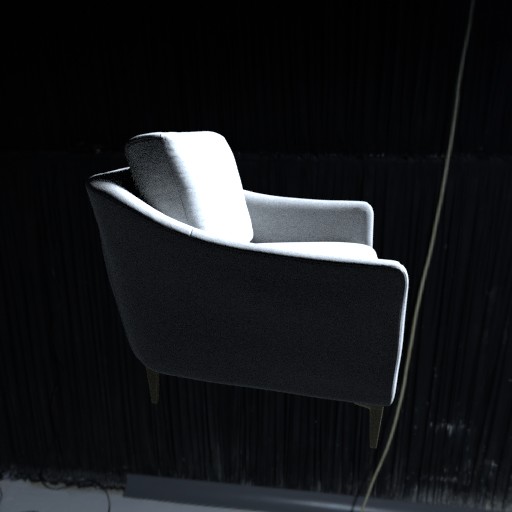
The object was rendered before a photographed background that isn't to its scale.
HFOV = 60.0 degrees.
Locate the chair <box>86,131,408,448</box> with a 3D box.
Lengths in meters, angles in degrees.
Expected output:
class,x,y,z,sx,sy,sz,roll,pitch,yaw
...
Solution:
class,x,y,z,sx,sy,sz,roll,pitch,yaw
chair,0.000,0.000,1.673,0.961,0.902,0.986,2,16,8
